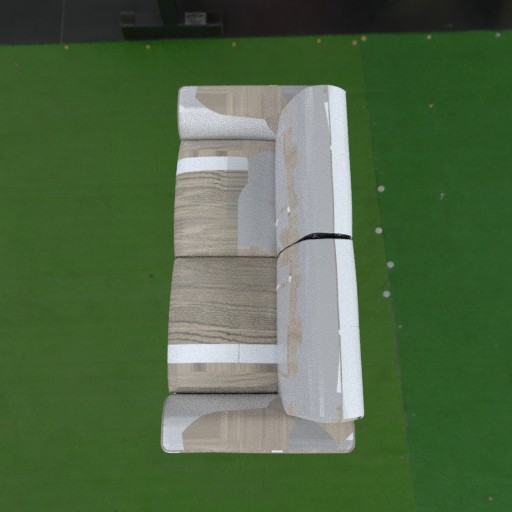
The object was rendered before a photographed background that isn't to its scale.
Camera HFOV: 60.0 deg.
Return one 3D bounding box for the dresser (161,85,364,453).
[{"bbox_3d":[0.000,0.000,5.753,2.251,1.863,4.679,0,75,0],"label":"dresser"}]
